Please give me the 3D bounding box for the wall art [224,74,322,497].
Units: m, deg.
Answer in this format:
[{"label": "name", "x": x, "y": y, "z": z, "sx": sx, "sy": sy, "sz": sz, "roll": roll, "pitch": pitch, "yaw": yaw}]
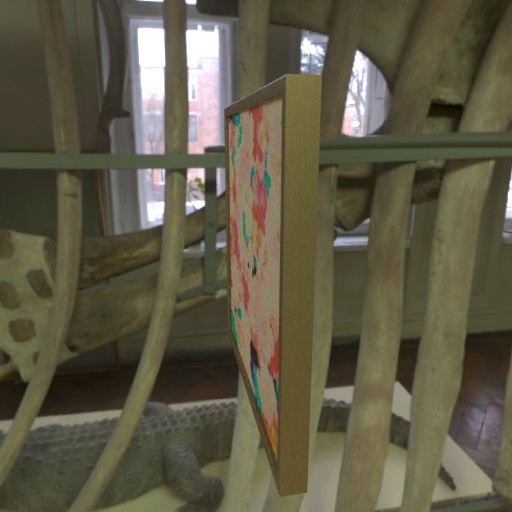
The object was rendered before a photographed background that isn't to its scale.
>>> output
[{"label": "wall art", "x": 0.000, "y": 0.000, "z": 0.752, "sx": 0.037, "sy": 0.509, "sz": 0.510, "roll": -3, "pitch": 15, "yaw": -11}]
